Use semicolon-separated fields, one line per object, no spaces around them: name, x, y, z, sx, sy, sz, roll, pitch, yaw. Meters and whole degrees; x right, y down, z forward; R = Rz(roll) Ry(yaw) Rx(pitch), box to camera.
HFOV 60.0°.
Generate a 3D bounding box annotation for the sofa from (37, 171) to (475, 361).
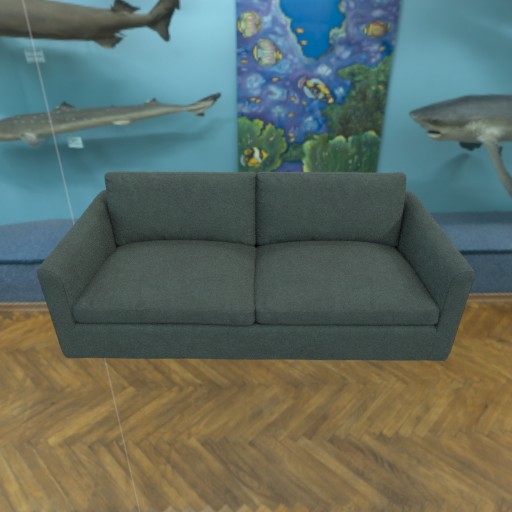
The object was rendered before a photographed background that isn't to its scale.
sofa;0.000;0.000;2.813;2.257;0.838;1.092;0;30;0
